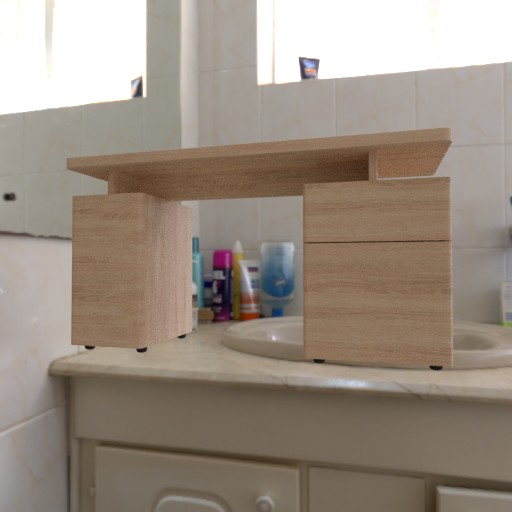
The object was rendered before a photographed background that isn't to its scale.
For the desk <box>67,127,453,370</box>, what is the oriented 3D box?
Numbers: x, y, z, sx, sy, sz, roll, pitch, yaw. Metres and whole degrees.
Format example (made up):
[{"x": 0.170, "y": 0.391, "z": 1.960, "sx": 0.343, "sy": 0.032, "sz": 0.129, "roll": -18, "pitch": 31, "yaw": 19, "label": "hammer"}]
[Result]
[{"x": 0.000, "y": 0.000, "z": 1.787, "sx": 1.400, "sy": 0.760, "sz": 0.550, "roll": 0, "pitch": -1, "yaw": 16, "label": "desk"}]
